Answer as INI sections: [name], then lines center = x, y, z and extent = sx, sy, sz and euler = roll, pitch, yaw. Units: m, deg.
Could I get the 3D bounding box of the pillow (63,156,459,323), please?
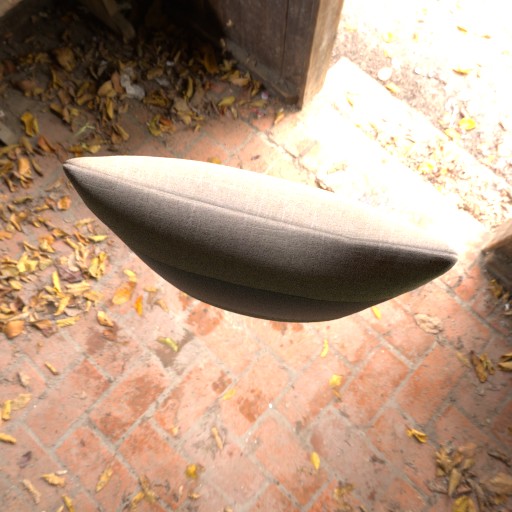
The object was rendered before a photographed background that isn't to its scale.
[pillow]
center = 0.000, 0.000, 0.639
extent = 0.414, 0.399, 0.173
euler = 14, 77, 3
